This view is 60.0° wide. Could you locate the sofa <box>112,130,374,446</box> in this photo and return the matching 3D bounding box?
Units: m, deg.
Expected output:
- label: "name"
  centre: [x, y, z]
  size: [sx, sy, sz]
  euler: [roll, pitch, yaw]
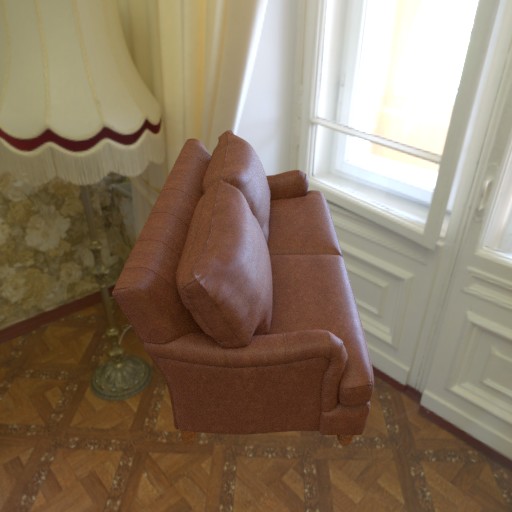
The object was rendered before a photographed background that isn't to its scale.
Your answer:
- label: "sofa"
  centre: [0.000, 0.000, 2.867]
  size: [1.147, 1.071, 2.144]
  euler: [0, 32, 1]
